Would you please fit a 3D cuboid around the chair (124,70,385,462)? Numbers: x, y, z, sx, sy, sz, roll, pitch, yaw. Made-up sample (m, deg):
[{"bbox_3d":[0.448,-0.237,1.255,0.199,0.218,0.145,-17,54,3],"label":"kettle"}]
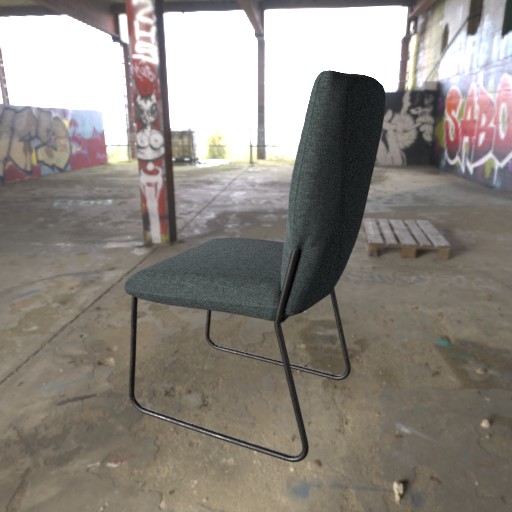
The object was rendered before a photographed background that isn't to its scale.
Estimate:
[{"bbox_3d":[0.000,0.000,1.259,0.635,0.931,0.480,8,19,25],"label":"chair"}]
